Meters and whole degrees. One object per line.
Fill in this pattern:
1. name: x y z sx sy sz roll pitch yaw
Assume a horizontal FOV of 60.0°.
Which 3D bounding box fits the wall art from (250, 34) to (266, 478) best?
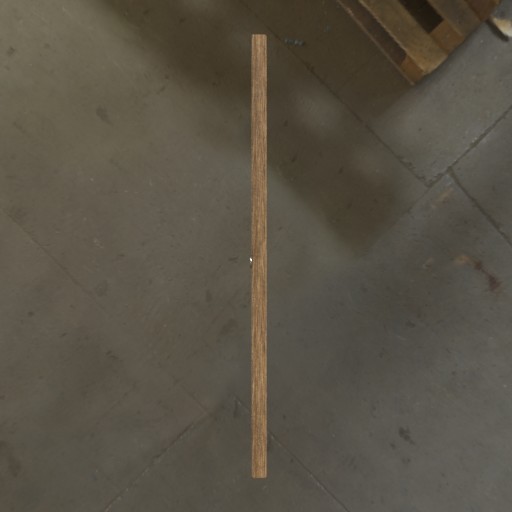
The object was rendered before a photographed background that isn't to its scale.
1. wall art: 0.000 0.000 0.832 0.021 0.576 0.561 0 90 -1
